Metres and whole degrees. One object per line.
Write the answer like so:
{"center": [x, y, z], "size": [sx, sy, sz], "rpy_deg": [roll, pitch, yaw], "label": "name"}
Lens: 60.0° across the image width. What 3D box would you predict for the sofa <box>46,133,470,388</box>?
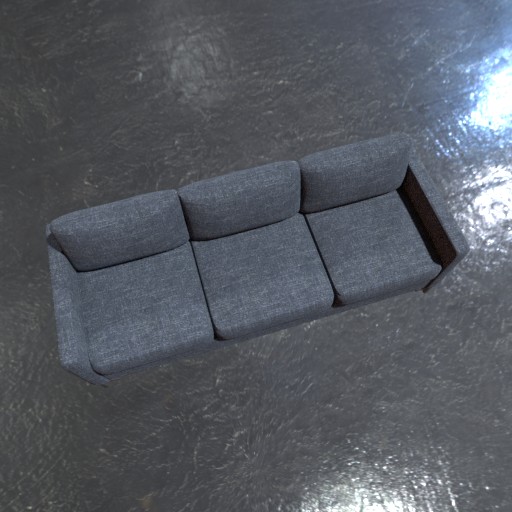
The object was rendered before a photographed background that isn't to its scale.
{"center": [0.000, 0.000, 2.636], "size": [2.218, 0.874, 0.859], "rpy_deg": [-15, 65, -7], "label": "sofa"}
